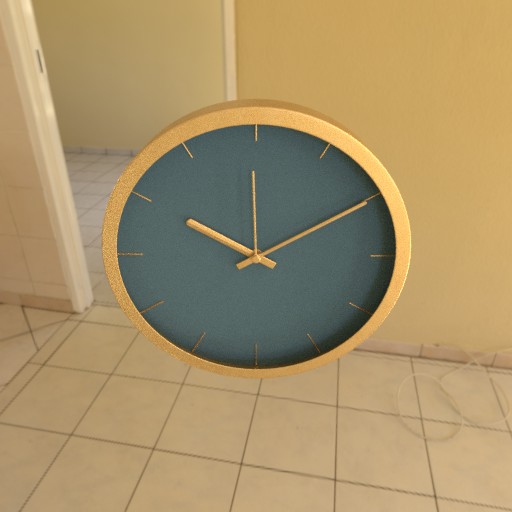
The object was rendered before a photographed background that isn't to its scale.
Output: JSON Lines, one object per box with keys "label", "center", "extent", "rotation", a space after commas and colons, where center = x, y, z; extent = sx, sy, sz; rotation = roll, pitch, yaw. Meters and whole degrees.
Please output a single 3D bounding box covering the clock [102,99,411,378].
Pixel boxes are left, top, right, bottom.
{"label": "clock", "center": [0.000, 0.000, 0.471], "extent": [0.314, 0.314, 0.040], "rotation": [0, 29, 1]}
